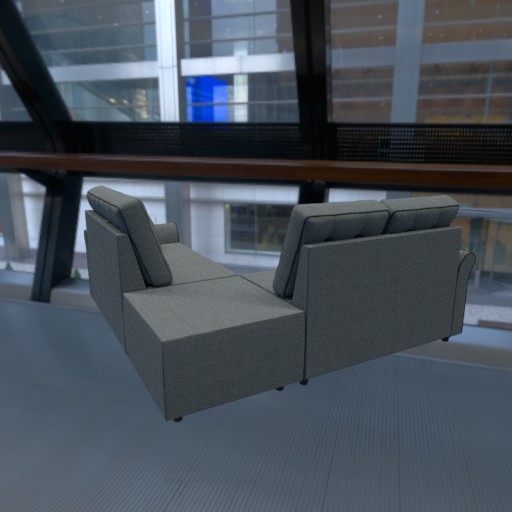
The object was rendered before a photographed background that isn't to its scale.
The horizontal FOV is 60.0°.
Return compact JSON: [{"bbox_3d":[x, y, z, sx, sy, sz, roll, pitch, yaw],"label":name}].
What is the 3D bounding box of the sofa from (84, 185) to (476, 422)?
[{"bbox_3d":[0.000,0.000,3.242,2.068,0.988,2.070,-8,16,-28],"label":"sofa"}]
